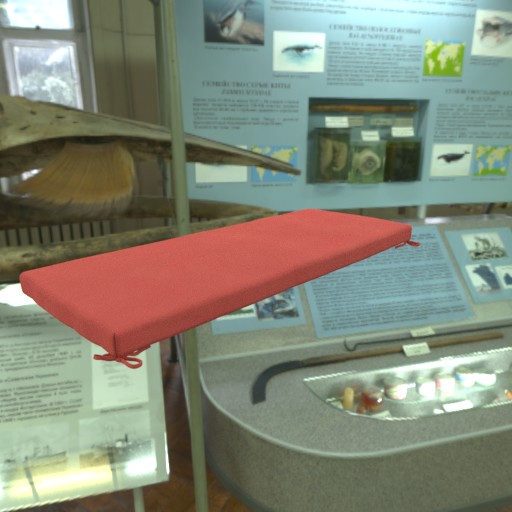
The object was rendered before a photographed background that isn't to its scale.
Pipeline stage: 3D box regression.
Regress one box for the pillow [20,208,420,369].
[{"bbox_3d":[0.000,0.000,1.299,0.492,0.081,1.187,16,23,42],"label":"pillow"}]
